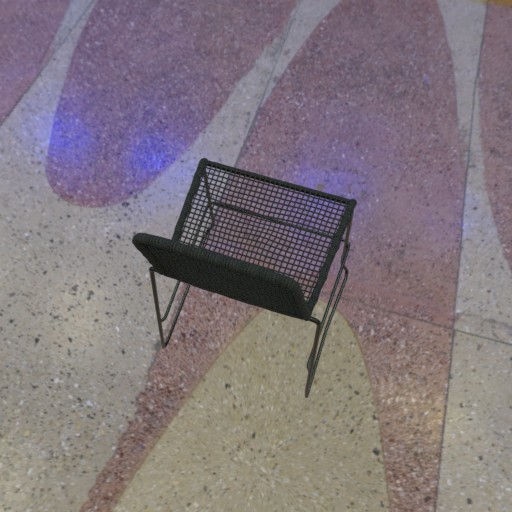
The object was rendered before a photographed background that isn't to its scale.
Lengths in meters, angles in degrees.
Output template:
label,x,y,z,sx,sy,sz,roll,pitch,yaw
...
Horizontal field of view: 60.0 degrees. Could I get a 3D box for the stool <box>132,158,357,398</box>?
label,x,y,z,sx,sy,sz,roll,pitch,yaw
stool,0.000,0.000,1.250,0.590,0.905,0.509,17,66,8
